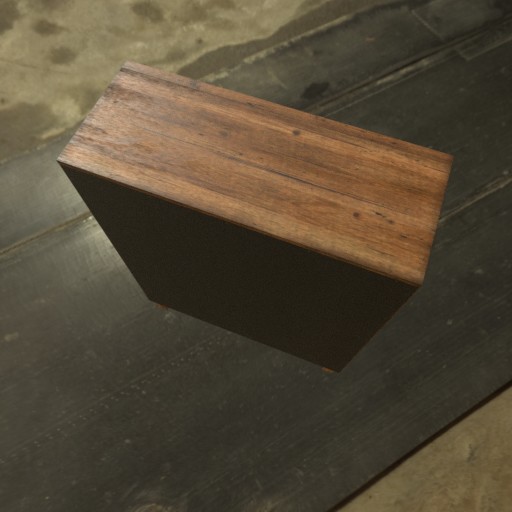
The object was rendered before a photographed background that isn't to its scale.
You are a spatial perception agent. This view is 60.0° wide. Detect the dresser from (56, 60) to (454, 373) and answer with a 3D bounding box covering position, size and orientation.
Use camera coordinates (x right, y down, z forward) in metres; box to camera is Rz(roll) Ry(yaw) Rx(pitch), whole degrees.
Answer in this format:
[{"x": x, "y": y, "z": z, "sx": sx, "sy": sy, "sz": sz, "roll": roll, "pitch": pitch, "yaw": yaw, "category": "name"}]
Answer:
[{"x": 0.000, "y": 0.000, "z": 1.898, "sx": 1.067, "sy": 1.359, "sz": 0.438, "roll": 19, "pitch": 67, "yaw": 9, "category": "dresser"}]
